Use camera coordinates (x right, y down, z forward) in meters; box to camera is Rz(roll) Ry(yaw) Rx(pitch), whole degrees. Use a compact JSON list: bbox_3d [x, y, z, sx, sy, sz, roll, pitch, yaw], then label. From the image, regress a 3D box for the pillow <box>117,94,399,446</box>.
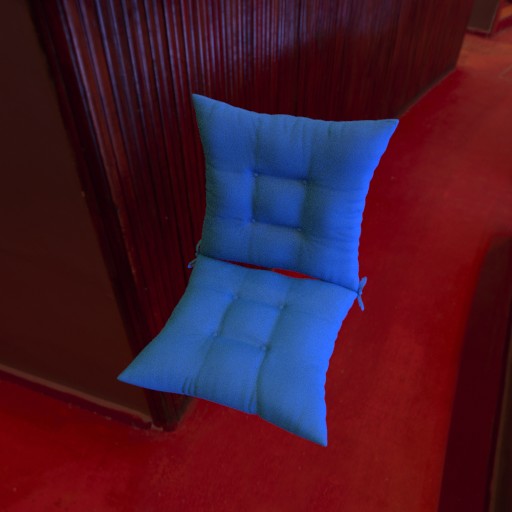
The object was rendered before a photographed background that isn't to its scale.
[{"bbox_3d":[0.000,0.000,1.046,0.541,0.536,0.585,13,43,14],"label":"pillow"}]
